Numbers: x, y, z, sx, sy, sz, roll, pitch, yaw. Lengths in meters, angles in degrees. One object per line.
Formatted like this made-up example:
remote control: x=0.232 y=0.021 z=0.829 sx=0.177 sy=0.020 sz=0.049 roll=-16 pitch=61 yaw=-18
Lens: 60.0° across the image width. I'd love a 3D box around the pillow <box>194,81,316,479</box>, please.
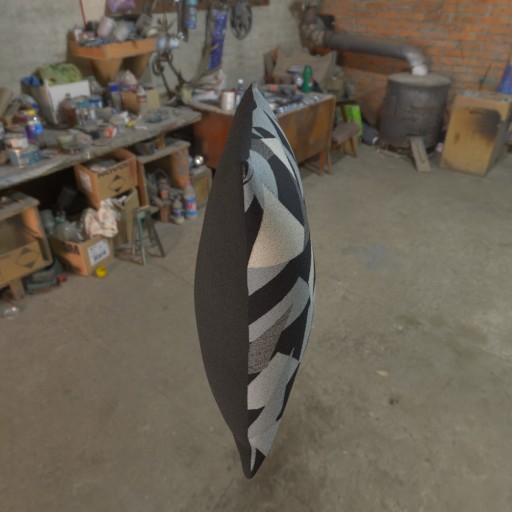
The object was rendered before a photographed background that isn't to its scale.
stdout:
pillow: x=0.000 y=0.000 z=0.758 sx=0.208 sy=0.496 sz=0.503 roll=1 pitch=31 yaw=1
